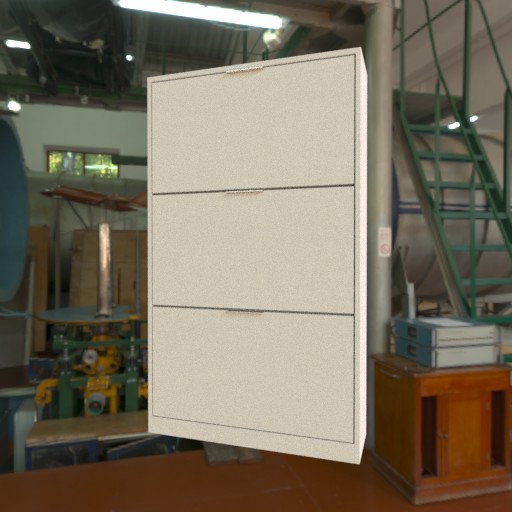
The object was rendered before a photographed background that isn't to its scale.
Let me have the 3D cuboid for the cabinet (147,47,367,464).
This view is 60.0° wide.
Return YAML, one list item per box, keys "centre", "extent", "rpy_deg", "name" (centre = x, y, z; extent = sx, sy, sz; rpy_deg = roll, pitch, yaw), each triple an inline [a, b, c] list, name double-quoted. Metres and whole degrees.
- centre: [0.000, 0.000, 1.584]
  extent: [0.750, 1.280, 0.250]
  rpy_deg: [0, 1, 19]
  name: "cabinet"
